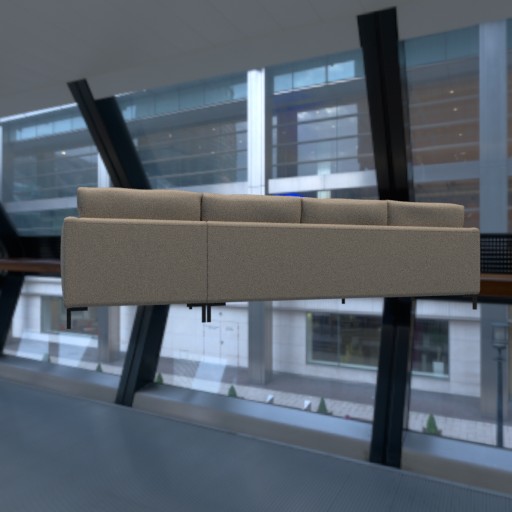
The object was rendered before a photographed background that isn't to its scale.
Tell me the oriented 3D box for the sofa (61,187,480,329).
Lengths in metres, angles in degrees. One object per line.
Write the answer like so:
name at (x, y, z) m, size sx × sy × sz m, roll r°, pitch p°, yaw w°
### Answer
sofa at (0.000, 0.000, 3.545) m, size 2.737 × 0.756 × 1.879 m, roll 0°, pitch 0°, yaw -18°
